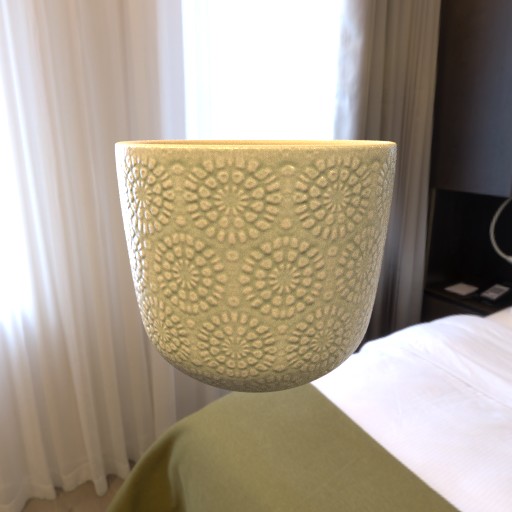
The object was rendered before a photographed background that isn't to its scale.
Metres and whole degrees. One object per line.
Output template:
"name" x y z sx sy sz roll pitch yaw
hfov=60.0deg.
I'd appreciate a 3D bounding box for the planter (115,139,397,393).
"planter" 0.000 0.000 0.217 0.124 0.109 0.124 0 16 0
